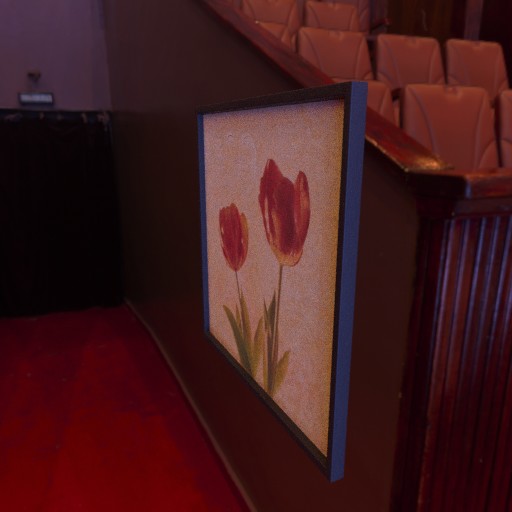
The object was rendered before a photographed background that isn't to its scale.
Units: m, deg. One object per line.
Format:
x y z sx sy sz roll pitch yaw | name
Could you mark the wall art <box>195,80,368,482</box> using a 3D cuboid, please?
0.000 0.000 1.200 0.043 0.807 0.805 -7 17 -25 | wall art
